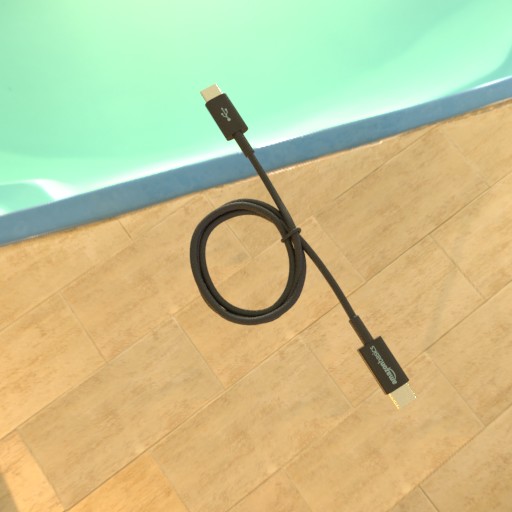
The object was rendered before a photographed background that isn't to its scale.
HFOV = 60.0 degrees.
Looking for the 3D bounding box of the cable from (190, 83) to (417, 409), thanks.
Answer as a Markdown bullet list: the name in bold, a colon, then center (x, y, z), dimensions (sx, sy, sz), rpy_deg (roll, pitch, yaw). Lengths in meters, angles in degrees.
- **cable**: center (0.000, 0.000, 0.232), dimensions (0.070, 0.014, 0.203), rpy_deg (-30, 78, -7)
